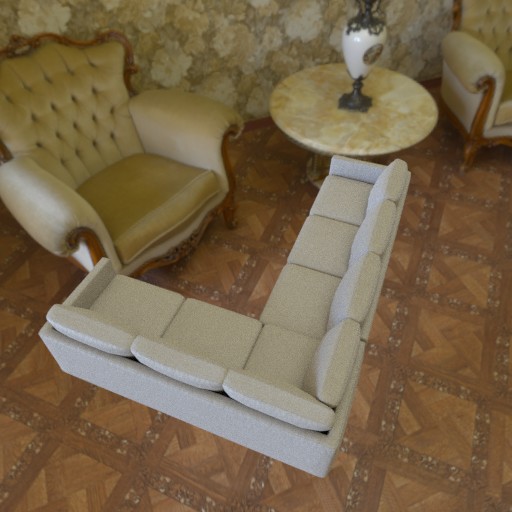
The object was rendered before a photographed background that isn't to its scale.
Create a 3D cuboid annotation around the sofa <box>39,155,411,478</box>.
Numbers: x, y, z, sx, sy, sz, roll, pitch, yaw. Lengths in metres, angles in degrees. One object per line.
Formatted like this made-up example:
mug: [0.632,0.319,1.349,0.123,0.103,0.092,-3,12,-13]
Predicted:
sofa: [0.000,0.000,4.456,2.522,0.934,3.333,16,49,15]
